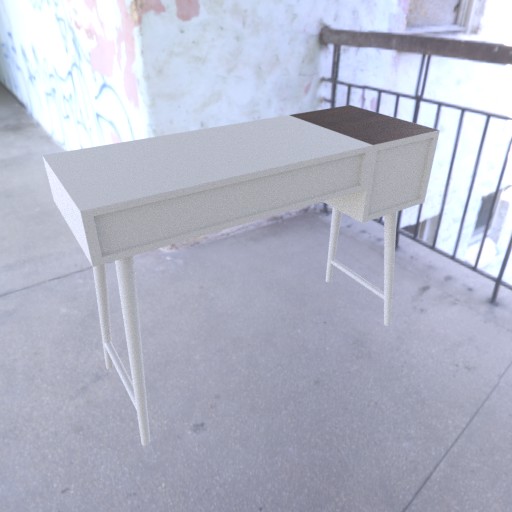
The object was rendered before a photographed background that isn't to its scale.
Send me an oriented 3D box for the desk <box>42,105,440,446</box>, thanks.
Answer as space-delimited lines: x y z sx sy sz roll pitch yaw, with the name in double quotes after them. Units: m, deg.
0.000 0.000 1.453 1.069 0.761 0.409 -18 36 -27 "desk"
